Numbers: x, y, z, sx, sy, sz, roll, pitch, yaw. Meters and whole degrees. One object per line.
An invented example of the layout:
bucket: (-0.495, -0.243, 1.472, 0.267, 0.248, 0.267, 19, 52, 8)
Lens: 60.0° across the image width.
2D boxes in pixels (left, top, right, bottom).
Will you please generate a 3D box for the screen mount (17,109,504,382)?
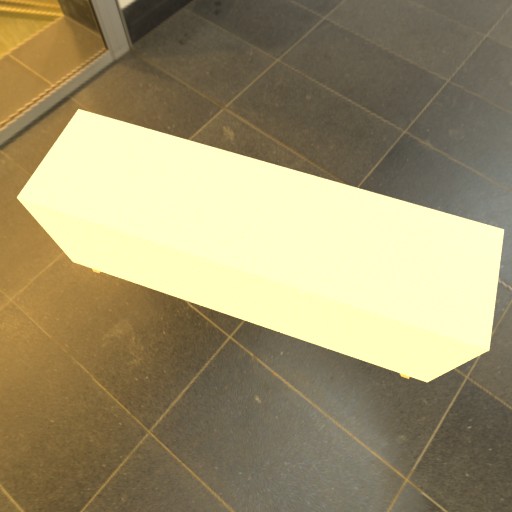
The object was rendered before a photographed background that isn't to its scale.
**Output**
screen mount: (0.000, 0.000, 1.678, 1.490, 0.619, 0.400, 18, 65, 8)
